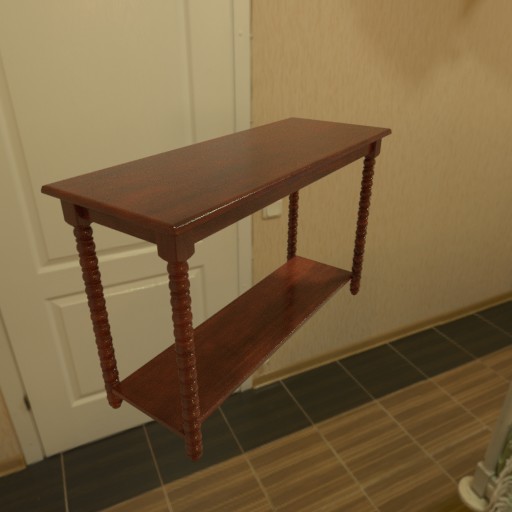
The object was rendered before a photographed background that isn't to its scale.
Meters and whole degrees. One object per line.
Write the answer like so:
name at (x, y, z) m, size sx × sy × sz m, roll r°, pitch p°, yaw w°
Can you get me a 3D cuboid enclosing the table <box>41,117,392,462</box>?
table at (0.000, 0.000, 1.555) m, size 0.459 × 0.740 × 1.184 m, roll 18°, pitch 32°, yaw 31°
